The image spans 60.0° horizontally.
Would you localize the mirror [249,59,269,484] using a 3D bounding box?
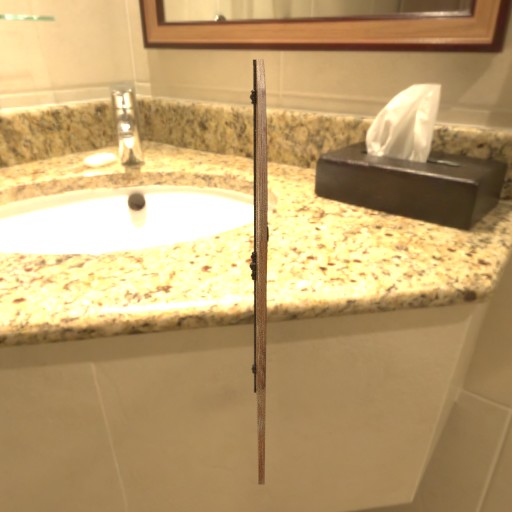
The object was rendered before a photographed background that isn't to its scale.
[{"bbox_3d":[0.000,0.000,1.127,0.032,0.915,0.609,0,26,-1],"label":"mirror"}]
